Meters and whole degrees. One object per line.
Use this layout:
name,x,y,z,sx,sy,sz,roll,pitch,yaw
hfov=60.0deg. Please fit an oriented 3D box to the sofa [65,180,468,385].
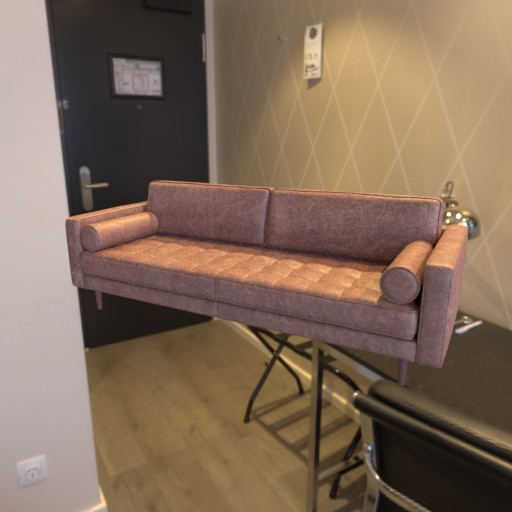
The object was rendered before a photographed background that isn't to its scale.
sofa,0.000,0.000,2.613,2.210,0.762,0.914,8,17,27
